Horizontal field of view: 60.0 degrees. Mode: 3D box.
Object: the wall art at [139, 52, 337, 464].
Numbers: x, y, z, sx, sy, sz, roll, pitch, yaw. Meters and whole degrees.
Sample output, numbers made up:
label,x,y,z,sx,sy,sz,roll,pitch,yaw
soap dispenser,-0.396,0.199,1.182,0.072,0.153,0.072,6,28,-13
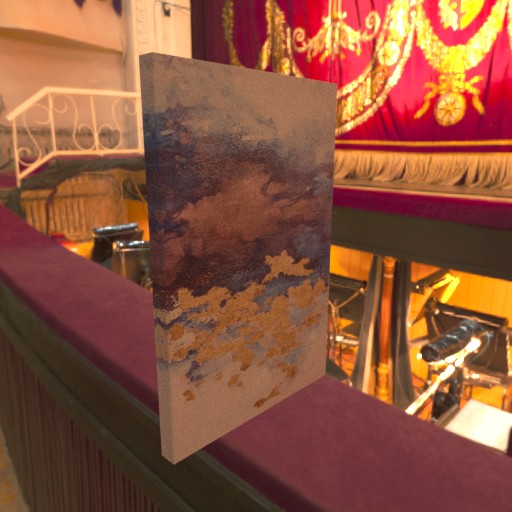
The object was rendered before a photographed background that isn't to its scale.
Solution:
label,x,y,z,sx,sy,sz,roll,pitch,yaw
wall art,0.000,0.000,1.127,0.048,0.874,0.583,13,19,43
